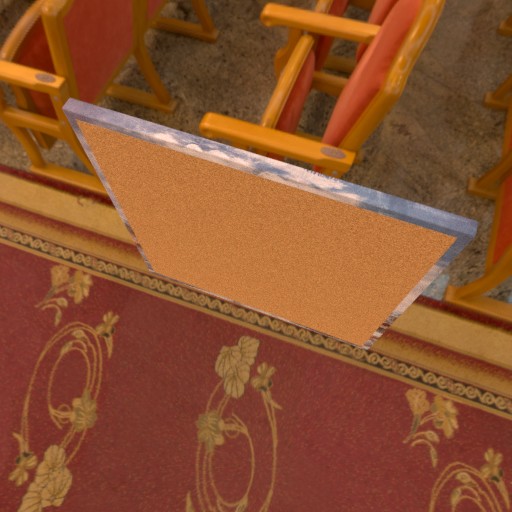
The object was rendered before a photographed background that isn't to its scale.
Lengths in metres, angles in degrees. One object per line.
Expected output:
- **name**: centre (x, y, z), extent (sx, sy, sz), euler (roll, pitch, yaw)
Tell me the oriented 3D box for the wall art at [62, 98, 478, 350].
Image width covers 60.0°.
- **wall art**: centre (0.000, 0.000, 1.481), extent (1.010, 1.020, 0.040), euler (19, 66, 9)
